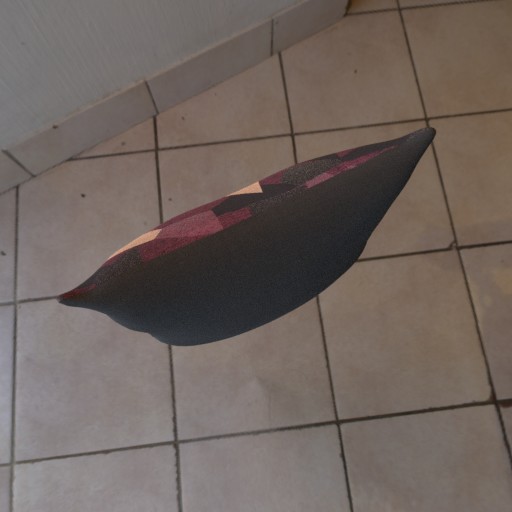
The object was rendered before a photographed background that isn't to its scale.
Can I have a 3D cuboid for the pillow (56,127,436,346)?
[{"bbox_3d":[0.000,0.000,0.751,0.503,0.496,0.208,-25,76,-6],"label":"pillow"}]
